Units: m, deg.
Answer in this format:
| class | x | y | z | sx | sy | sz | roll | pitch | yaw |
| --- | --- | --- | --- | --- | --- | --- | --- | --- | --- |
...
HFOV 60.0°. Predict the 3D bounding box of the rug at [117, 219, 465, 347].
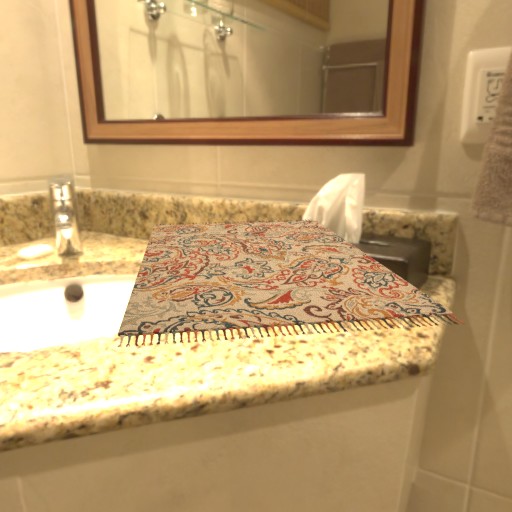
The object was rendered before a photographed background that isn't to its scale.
| class | x | y | z | sx | sy | sz | roll | pitch | yaw |
| --- | --- | --- | --- | --- | --- | --- | --- | --- | --- |
| rug | 0.000 | 0.000 | 2.437 | 1.218 | 0.010 | 1.997 | -2 | 16 | -8 |
